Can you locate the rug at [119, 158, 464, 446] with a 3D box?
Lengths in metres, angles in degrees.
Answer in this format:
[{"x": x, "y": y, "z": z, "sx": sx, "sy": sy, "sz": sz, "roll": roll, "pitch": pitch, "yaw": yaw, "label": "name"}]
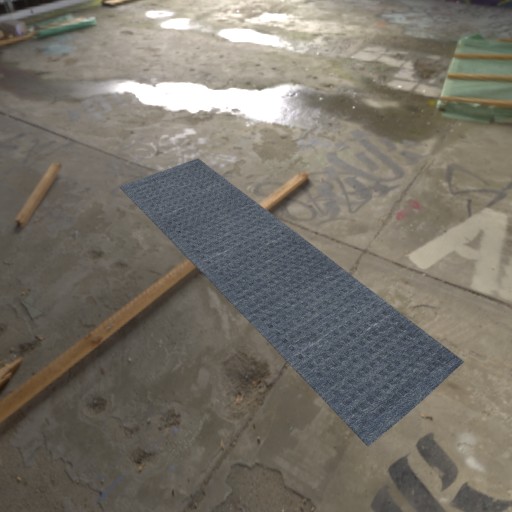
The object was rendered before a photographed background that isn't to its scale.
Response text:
[{"x": 0.000, "y": 0.000, "z": 2.704, "sx": 0.688, "sy": 0.008, "sz": 2.443, "roll": -27, "pitch": 48, "yaw": -27, "label": "rug"}]
